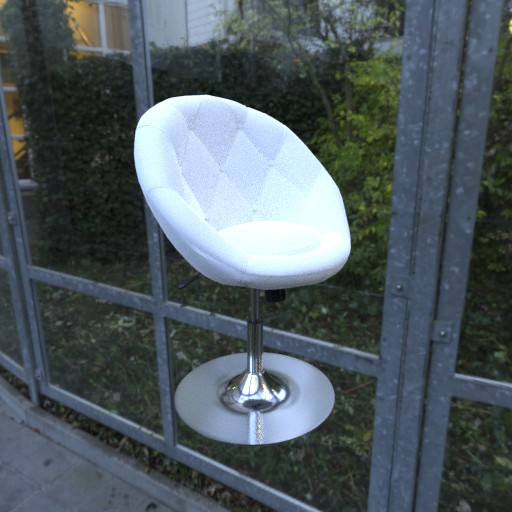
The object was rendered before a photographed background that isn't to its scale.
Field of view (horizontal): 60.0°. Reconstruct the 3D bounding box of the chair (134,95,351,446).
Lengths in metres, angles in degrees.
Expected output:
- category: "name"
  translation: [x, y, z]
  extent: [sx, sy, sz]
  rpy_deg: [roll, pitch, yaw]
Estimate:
- category: "chair"
  translation: [0.000, 0.000, 1.804]
  extent: [0.736, 1.261, 0.940]
  rpy_deg: [15, 22, 42]
